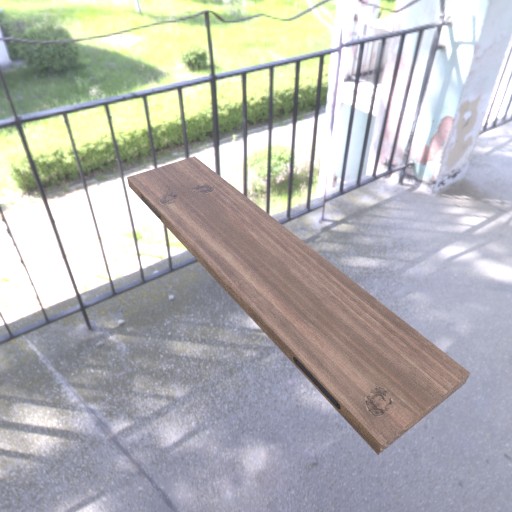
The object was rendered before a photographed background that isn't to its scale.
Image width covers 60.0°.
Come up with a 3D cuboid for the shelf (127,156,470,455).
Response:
[{"bbox_3d":[0.000,0.000,0.646,0.140,0.020,0.610,-25,46,-26],"label":"shelf"}]
